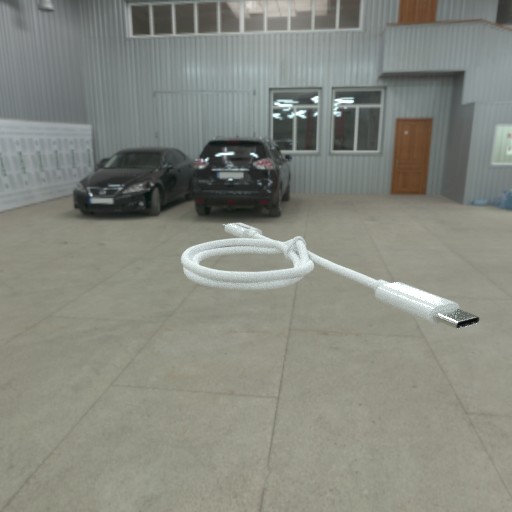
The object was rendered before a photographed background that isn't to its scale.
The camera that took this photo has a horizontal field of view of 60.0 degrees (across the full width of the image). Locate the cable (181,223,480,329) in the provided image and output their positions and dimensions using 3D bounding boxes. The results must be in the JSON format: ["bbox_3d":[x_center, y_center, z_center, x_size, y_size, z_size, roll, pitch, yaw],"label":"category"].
[{"bbox_3d":[0.000,0.000,0.206,0.070,0.014,0.186,-7,16,-27],"label":"cable"}]
